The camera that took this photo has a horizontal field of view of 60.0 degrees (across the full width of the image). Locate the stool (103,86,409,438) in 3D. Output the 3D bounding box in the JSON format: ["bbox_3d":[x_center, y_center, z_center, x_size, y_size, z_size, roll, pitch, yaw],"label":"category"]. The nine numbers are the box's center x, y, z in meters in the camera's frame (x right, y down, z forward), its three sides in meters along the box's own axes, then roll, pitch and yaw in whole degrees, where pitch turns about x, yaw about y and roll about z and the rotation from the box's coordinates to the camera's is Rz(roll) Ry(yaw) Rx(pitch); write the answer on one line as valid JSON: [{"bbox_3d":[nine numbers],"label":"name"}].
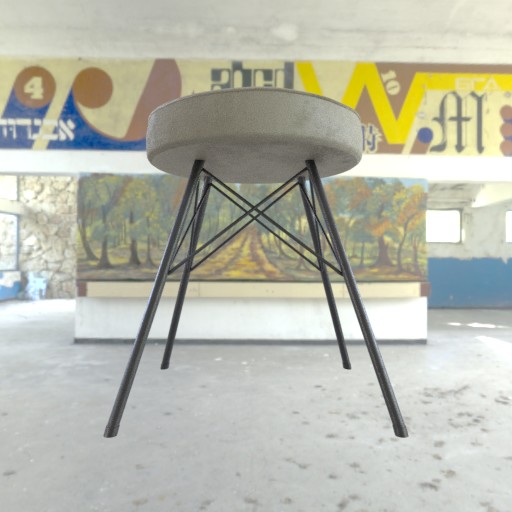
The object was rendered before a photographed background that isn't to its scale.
[{"bbox_3d":[0.000,0.000,0.866,0.457,0.538,0.423,0,0,0],"label":"stool"}]
